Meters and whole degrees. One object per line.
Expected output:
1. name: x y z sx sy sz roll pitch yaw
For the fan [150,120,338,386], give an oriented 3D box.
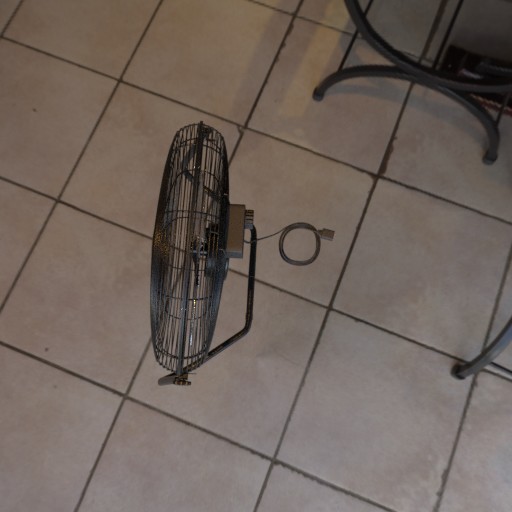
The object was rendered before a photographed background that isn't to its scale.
1. fan: 0.000 0.000 0.903 0.424 0.546 0.555 3 77 1
